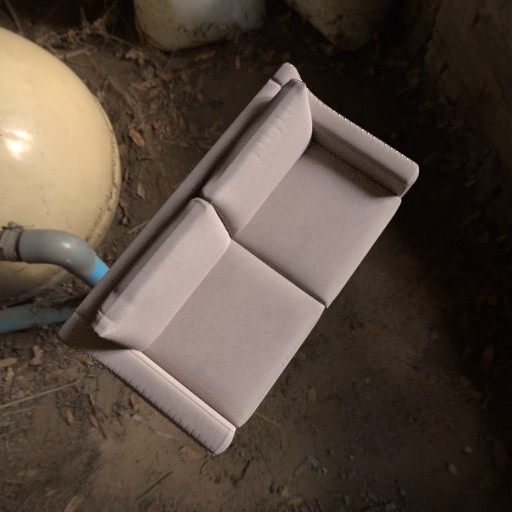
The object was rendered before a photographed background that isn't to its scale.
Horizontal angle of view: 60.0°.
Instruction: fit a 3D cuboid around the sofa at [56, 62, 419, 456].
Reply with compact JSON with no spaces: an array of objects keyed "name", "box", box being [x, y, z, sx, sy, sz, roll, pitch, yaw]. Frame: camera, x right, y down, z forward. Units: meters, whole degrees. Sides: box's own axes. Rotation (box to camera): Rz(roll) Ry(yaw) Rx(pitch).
[{"name":"sofa","box":[0.000,0.000,2.587,1.030,0.901,1.967,36,78,8]}]
